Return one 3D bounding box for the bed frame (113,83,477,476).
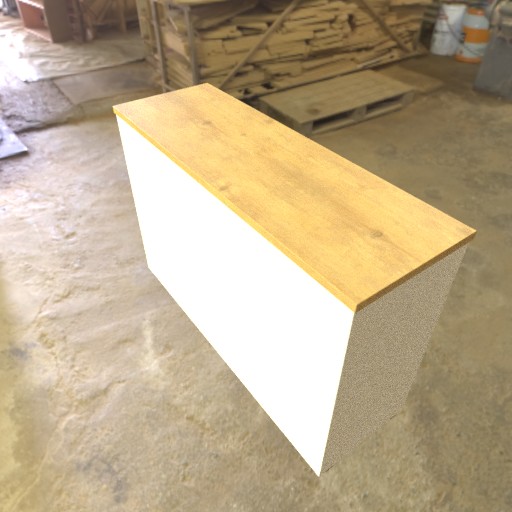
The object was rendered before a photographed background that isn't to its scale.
[{"bbox_3d":[0.000,0.000,1.692,0.430,0.850,1.300,-25,47,-27],"label":"bed frame"}]
